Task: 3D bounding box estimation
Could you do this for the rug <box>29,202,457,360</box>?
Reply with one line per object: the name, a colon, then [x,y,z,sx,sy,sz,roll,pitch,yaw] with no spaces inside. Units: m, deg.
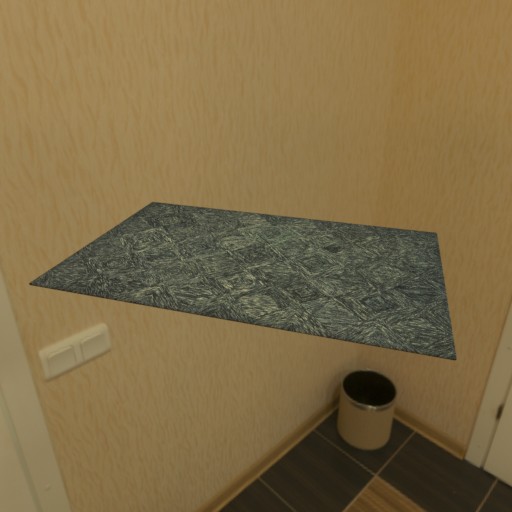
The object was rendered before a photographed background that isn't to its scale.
rug: [0.000,0.000,2.923,2.330,0.017,1.478,8,28,15]
